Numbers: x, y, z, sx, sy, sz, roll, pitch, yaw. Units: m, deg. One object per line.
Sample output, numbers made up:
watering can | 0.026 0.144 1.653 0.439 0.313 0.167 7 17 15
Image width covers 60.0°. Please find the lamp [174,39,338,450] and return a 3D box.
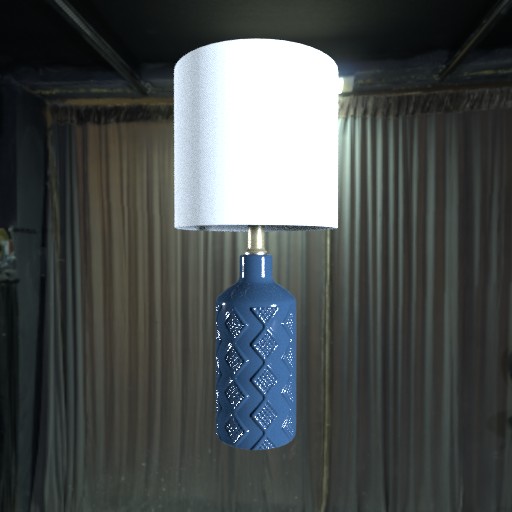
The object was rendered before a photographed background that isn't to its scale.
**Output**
lamp | 0.000 0.000 0.573 0.207 0.461 0.207 0 1 1
